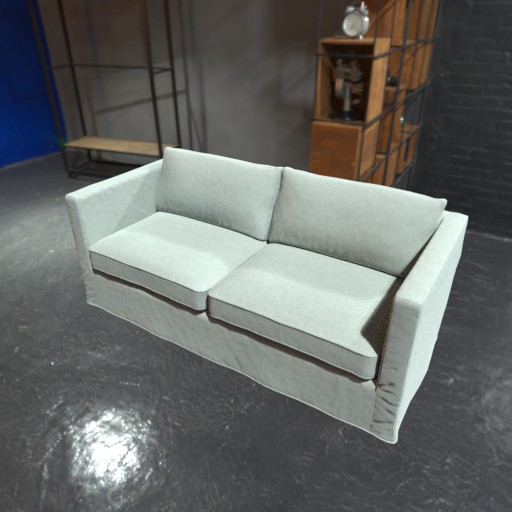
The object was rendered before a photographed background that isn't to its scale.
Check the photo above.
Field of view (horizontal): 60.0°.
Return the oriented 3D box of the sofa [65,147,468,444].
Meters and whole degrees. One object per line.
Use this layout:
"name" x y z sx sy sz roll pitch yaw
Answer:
"sofa" 0.000 0.000 2.481 1.987 0.870 0.940 17 34 28
